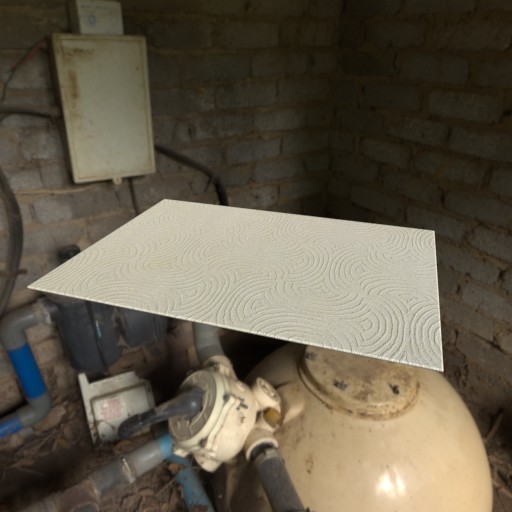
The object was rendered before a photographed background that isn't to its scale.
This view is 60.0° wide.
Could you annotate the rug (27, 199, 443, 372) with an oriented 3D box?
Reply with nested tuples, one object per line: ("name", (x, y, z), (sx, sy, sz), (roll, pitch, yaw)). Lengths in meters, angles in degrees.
("rug", (0.000, 0.000, 2.770), (2.132, 0.015, 1.526), (8, 28, 16))
